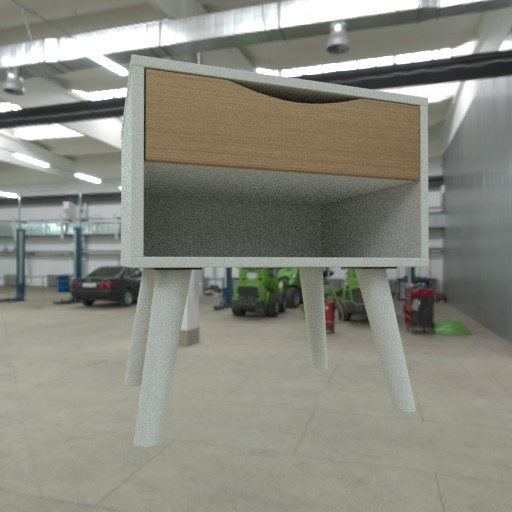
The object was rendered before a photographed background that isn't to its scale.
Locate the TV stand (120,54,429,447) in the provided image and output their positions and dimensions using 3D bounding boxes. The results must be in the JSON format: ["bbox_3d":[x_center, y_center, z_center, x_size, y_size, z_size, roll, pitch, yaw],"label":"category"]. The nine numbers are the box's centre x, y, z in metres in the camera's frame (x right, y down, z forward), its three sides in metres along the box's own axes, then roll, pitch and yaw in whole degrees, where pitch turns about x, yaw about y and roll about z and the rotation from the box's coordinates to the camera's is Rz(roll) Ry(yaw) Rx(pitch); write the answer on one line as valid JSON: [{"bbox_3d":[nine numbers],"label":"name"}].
[{"bbox_3d":[0.000,0.000,0.892,0.508,0.559,0.405,0,-1,-19],"label":"TV stand"}]
